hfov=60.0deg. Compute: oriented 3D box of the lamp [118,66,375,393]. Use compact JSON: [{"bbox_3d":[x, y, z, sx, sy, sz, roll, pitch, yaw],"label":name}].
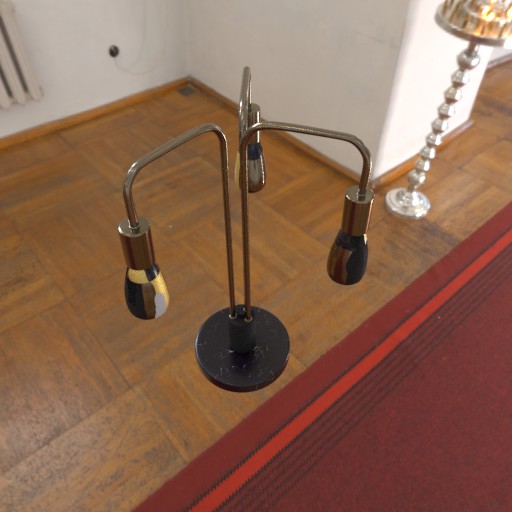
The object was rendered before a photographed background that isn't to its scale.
[{"bbox_3d":[0.000,0.000,0.787,0.355,0.560,0.368,3,46,3],"label":"lamp"}]
